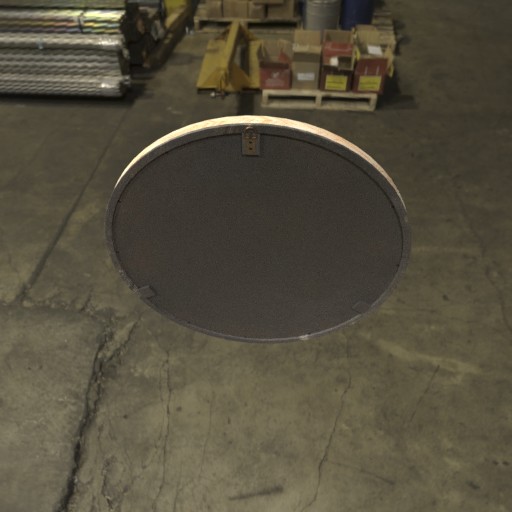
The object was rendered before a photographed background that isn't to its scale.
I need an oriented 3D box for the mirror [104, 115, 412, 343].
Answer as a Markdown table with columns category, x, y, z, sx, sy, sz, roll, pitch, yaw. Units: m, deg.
| category | x | y | z | sx | sy | sz | roll | pitch | yaw |
| --- | --- | --- | --- | --- | --- | --- | --- | --- | --- |
| mirror | 0.000 | 0.000 | 1.066 | 0.710 | 0.710 | 0.038 | 3 | 46 | 3 |
